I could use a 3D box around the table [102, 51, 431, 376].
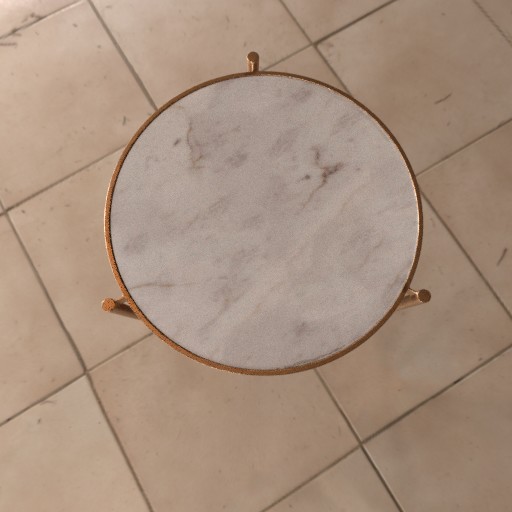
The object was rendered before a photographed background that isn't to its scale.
[{"bbox_3d":[0.000,0.000,0.822,0.456,0.493,0.430,-32,79,-7],"label":"table"}]
